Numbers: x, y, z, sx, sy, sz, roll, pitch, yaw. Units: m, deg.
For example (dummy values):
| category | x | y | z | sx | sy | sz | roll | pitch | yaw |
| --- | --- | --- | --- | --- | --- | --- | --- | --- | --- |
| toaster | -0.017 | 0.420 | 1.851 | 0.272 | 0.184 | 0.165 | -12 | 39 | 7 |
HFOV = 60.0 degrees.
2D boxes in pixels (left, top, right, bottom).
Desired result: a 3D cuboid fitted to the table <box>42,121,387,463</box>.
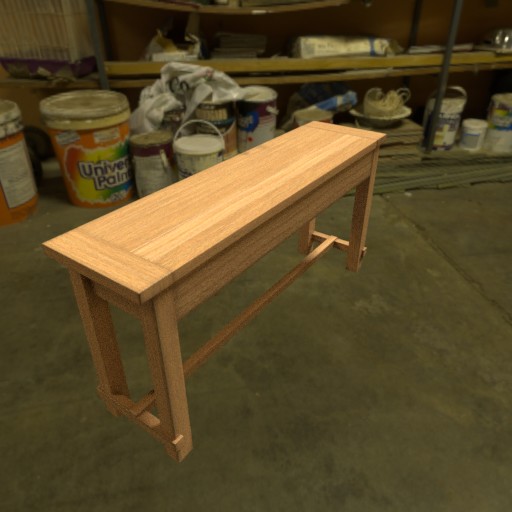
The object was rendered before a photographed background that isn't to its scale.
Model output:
| category | x | y | z | sx | sy | sz | roll | pitch | yaw |
| --- | --- | --- | --- | --- | --- | --- | --- | --- | --- |
| table | 0.000 | 0.000 | 1.936 | 0.442 | 0.762 | 1.599 | 21 | 38 | 30 |
